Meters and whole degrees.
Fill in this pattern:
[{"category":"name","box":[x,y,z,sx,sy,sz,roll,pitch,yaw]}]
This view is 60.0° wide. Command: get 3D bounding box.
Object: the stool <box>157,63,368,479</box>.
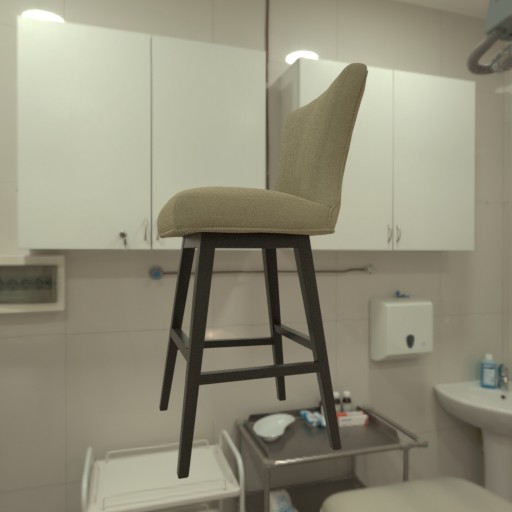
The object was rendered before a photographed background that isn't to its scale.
[{"category":"stool","box":[0.000,0.000,1.402,0.574,1.086,0.514,0,1,-17]}]
